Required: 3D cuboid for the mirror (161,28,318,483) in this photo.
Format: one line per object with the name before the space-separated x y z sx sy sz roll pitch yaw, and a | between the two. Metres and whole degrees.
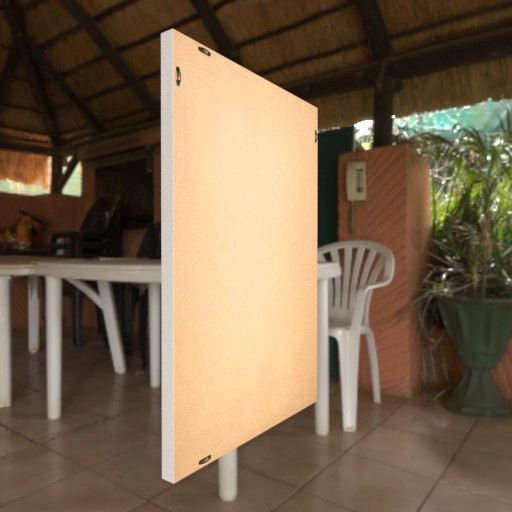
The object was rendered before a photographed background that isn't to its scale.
mirror | 0.000 0.000 1.146 0.040 0.915 0.609 0 1 36
